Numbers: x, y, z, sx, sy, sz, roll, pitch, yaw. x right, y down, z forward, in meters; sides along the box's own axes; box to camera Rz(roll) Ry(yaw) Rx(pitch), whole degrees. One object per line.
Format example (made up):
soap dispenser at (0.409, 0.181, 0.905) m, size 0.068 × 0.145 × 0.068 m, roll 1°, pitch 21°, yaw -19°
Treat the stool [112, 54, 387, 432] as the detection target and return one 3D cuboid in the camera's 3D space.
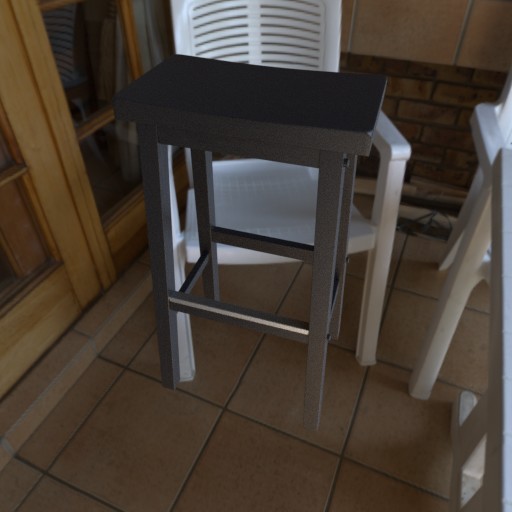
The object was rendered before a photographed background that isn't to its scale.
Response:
stool at (0.000, 0.000, 0.971) m, size 0.406 × 0.742 × 0.322 m, roll 12°, pitch 43°, yaw 13°
